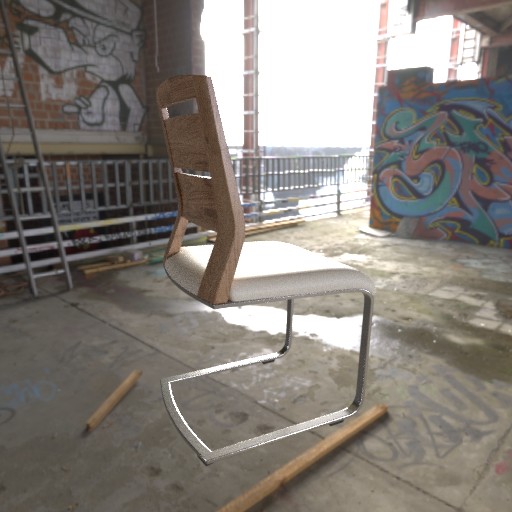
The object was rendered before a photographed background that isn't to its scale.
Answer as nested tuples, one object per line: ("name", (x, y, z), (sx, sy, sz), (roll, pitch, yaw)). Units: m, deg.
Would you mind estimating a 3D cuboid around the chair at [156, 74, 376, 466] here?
("chair", (0.000, 0.000, 1.314), (0.561, 0.955, 0.457), (-7, 15, -26))
